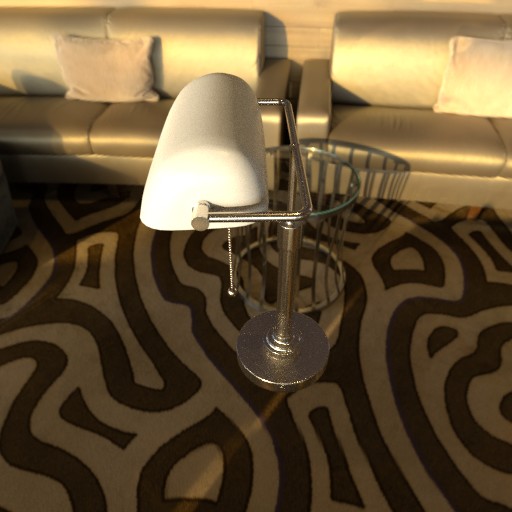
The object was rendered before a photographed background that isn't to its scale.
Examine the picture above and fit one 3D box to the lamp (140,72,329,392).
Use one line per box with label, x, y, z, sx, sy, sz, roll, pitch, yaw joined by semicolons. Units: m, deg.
lamp;0.000;0.000;0.568;0.227;0.404;0.269;-1;41;-1
